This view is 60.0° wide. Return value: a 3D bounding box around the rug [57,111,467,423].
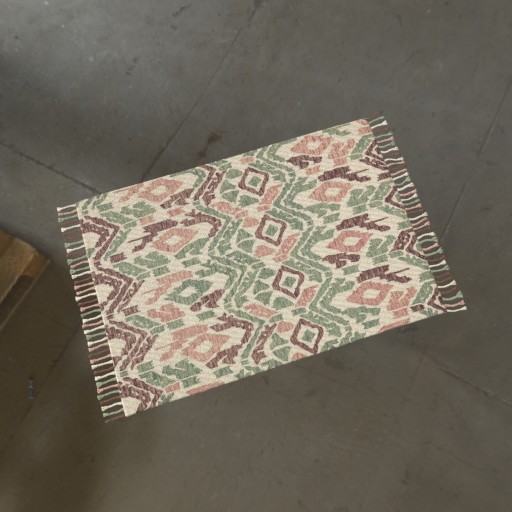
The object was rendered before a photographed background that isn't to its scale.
[{"bbox_3d":[0.000,0.000,2.984,2.438,0.011,1.524,-17,77,-4],"label":"rug"}]
